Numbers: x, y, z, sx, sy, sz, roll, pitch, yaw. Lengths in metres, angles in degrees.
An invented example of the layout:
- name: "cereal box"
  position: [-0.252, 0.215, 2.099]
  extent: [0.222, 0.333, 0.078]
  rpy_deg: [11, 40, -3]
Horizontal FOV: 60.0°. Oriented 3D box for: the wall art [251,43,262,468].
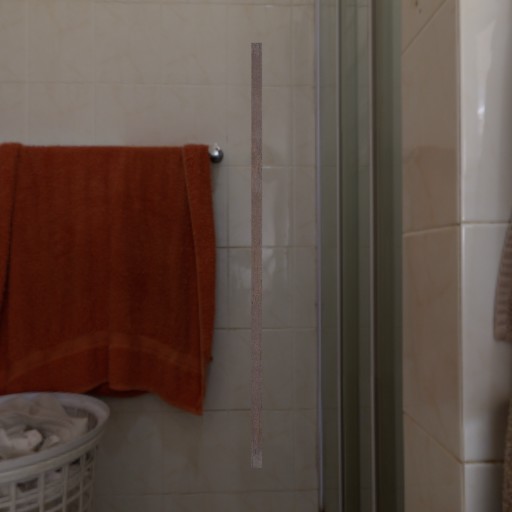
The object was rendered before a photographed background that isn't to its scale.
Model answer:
- name: "wall art"
  position: [0.000, 0.000, 1.313]
  extent: [0.019, 0.774, 1.012]
  rpy_deg: [0, 0, 0]
